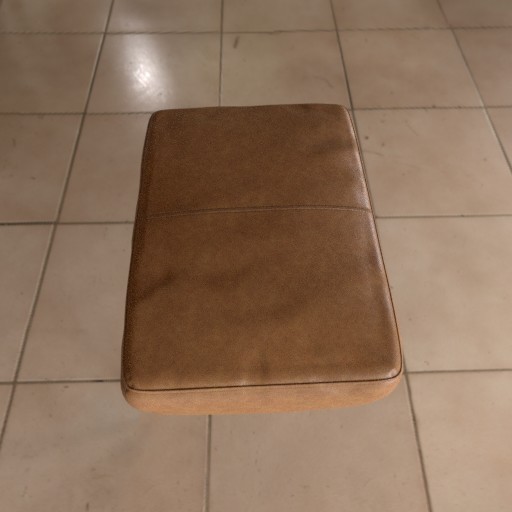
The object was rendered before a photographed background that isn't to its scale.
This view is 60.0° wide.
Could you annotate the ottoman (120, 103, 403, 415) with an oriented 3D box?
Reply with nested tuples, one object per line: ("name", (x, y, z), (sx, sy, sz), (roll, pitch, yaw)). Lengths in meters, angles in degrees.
("ottoman", (0.000, 0.000, 1.257), (0.630, 0.461, 0.869), (-2, 59, -1))
